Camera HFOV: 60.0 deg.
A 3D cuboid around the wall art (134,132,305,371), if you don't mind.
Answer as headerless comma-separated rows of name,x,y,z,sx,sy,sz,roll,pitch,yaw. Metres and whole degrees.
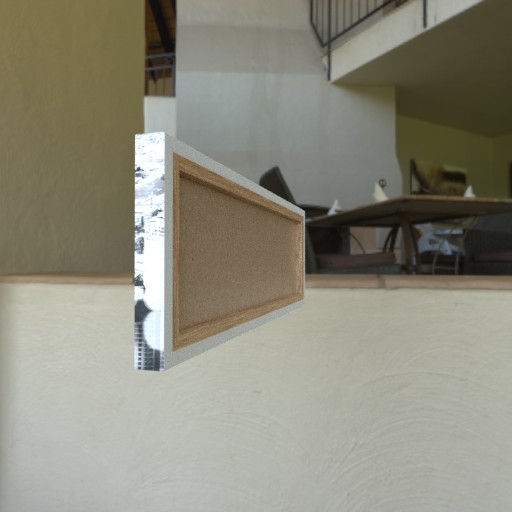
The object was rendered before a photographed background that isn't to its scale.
wall art,0.000,0.000,0.840,0.038,0.255,0.763,0,-1,17
